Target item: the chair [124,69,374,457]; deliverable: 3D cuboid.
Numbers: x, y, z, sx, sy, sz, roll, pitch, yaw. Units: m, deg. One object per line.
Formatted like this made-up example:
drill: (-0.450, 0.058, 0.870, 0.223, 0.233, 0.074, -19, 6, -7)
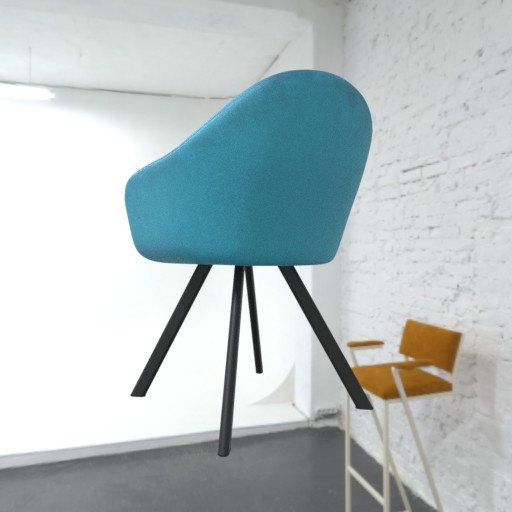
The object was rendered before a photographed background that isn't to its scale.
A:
chair: (0.000, 0.000, 1.153, 0.540, 0.780, 0.570, 0, 0, -37)
